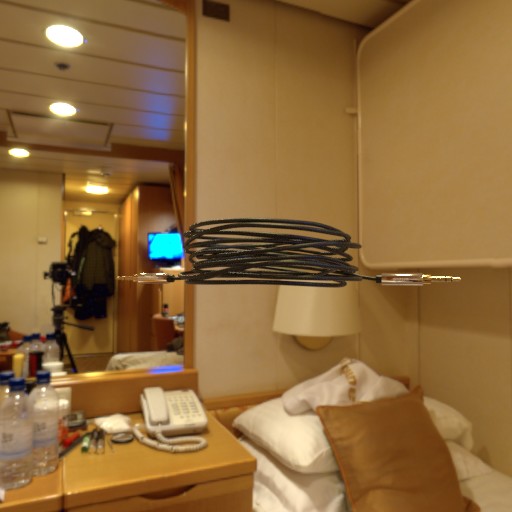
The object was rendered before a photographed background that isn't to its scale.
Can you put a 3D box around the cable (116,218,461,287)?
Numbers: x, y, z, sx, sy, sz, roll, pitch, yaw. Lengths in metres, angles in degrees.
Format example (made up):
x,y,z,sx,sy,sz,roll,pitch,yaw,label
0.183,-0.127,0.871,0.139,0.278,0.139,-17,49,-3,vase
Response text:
x,y,z,sx,sy,sz,roll,pitch,yaw,label
0.000,0.000,0.502,0.432,0.069,0.198,-1,-3,19,cable
